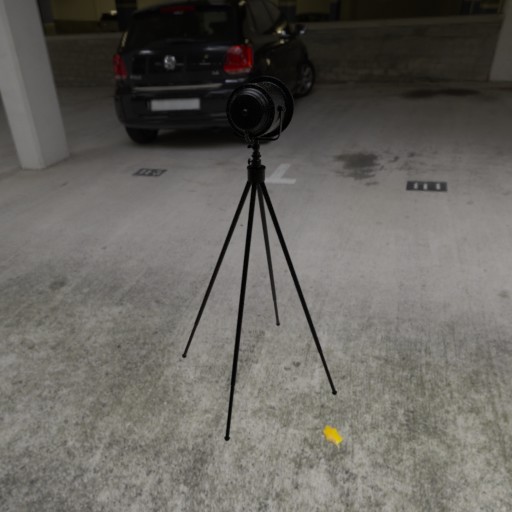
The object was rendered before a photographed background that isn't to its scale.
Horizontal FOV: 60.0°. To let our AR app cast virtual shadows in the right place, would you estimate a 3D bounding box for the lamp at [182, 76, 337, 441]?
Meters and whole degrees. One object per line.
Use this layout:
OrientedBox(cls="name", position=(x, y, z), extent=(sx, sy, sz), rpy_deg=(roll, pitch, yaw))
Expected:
OrientedBox(cls="lamp", position=(0.000, 0.000, 2.017), extent=(0.879, 1.504, 0.884), rpy_deg=(10, 32, 16))
